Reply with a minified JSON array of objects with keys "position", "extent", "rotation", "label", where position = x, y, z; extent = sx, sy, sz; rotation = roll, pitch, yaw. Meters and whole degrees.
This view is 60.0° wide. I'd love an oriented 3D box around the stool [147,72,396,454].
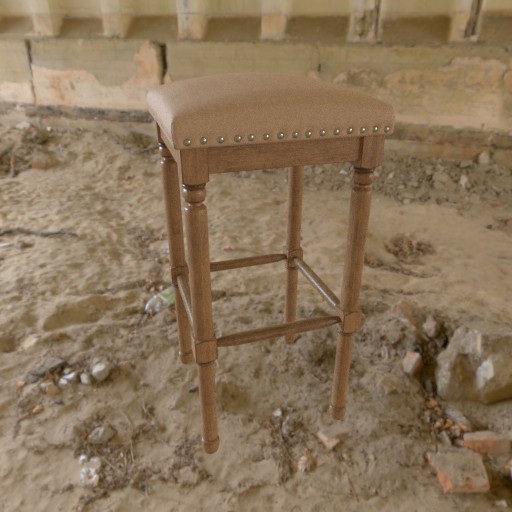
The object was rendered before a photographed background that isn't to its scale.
[{"position":[0.000,0.000,1.003],"extent":[0.383,0.768,0.382],"rotation":[-8,28,-16],"label":"stool"}]
